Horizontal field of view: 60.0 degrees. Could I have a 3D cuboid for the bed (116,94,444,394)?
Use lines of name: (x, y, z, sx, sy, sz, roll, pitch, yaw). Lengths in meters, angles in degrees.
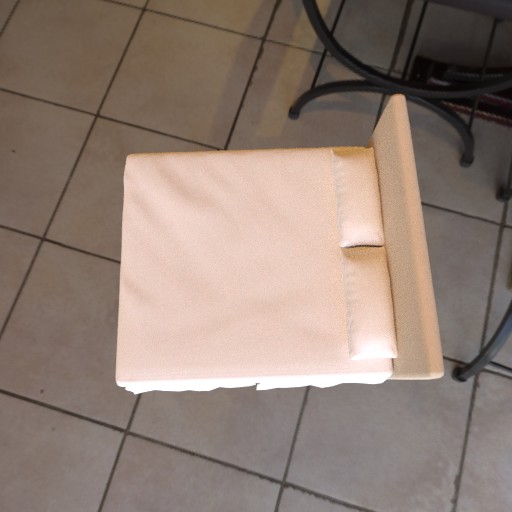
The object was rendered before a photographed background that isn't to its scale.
bed: (0.000, 0.000, 3.609, 2.319, 1.317, 2.119, -2, 75, -1)
